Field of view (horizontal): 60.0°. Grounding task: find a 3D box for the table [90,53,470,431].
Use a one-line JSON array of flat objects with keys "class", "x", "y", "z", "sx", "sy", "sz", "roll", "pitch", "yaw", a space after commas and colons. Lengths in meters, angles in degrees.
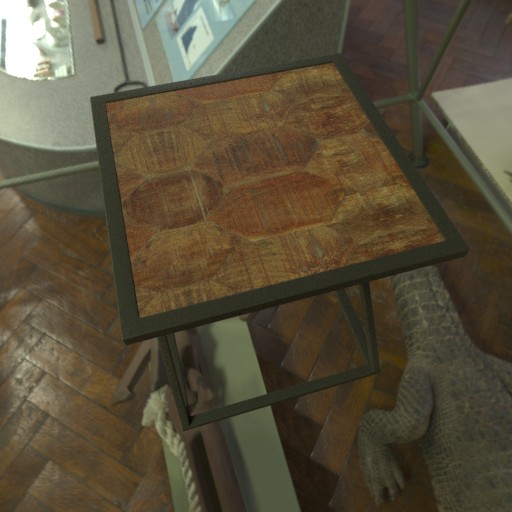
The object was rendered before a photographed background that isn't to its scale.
[{"class": "table", "x": 0.000, "y": 0.000, "z": 0.969, "sx": 0.500, "sy": 0.565, "sz": 0.500, "roll": -14, "pitch": 58, "yaw": -9}]
